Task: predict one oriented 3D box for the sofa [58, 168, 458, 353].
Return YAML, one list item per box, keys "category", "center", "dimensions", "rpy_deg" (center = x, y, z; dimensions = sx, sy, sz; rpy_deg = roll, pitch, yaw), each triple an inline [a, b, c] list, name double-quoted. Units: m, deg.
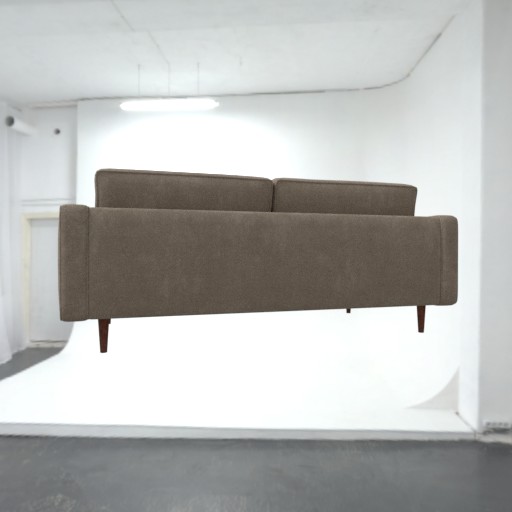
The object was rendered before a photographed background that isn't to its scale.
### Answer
- category: "sofa"
  center: [0.000, 0.000, 2.371]
  dimensions: [1.883, 0.769, 0.920]
  rpy_deg: [0, 1, -17]
